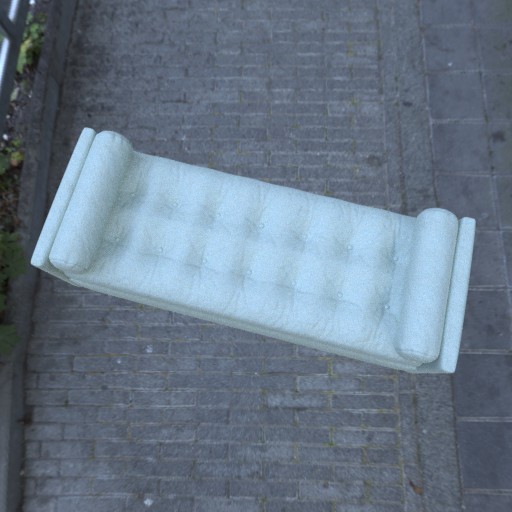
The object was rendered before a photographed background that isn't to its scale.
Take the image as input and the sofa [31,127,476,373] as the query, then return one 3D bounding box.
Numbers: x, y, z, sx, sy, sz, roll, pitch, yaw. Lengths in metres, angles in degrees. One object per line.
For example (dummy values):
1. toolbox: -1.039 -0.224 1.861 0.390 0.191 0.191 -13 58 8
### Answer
1. sofa: 0.000 0.000 2.463 2.102 0.705 0.796 14 76 4
